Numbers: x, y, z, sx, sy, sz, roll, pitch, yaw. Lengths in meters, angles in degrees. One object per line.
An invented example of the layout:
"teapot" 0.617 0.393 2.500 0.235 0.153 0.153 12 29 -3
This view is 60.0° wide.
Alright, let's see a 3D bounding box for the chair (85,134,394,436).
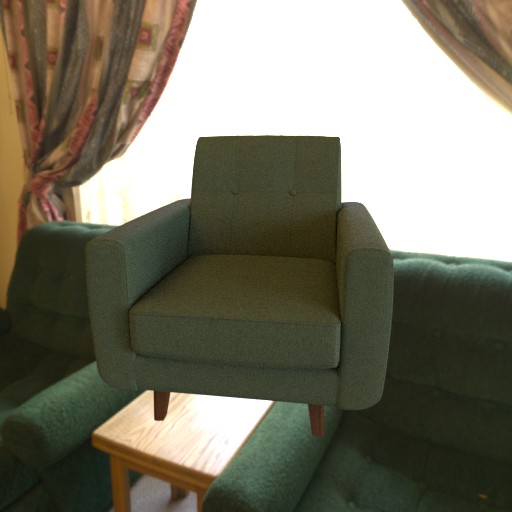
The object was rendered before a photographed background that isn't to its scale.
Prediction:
"chair" 0.000 0.000 1.581 0.831 0.841 0.909 2 15 8
